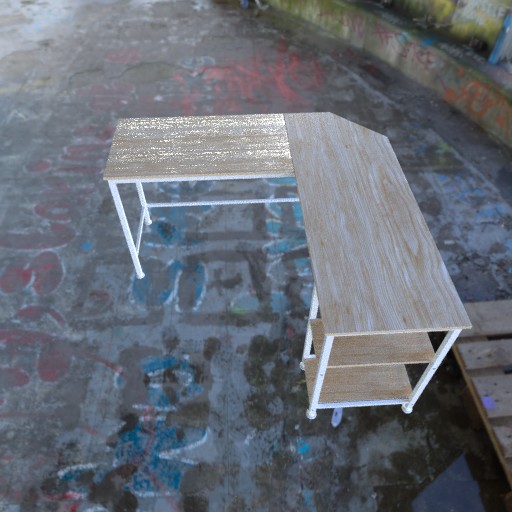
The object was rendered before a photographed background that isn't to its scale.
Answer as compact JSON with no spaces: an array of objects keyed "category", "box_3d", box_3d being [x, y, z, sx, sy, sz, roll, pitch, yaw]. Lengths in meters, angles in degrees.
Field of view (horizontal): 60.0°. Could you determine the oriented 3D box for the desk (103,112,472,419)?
[{"category":"desk","box_3d":[0.000,0.000,2.200,1.379,0.739,1.379,-3,48,-2]}]
